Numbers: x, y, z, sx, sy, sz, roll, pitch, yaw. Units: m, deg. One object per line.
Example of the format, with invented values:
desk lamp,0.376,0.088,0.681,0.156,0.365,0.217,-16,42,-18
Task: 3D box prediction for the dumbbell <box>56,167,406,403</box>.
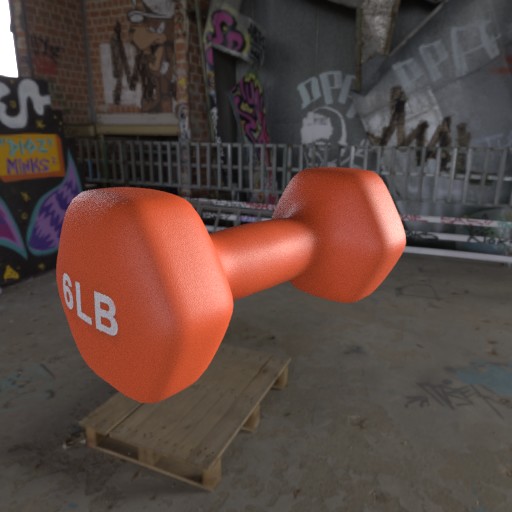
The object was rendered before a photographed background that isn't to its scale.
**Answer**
dumbbell,0.000,0.000,0.201,0.079,0.071,0.162,15,21,42
